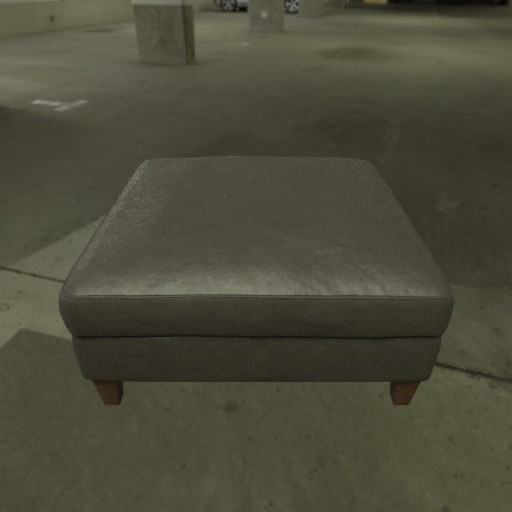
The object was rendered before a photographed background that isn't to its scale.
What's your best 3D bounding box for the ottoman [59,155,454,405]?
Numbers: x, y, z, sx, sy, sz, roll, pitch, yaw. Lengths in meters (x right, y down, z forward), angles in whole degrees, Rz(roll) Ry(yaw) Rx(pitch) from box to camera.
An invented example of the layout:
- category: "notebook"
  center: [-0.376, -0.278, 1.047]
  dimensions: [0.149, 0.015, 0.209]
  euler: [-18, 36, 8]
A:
- category: "ottoman"
  center: [0.000, 0.000, 1.314]
  dimensions: [0.844, 0.415, 0.836]
  euler: [0, 32, 0]
